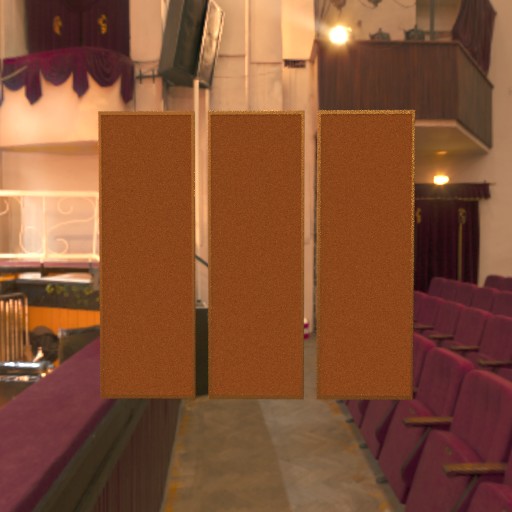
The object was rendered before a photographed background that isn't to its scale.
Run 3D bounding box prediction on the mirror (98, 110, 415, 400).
[{"bbox_3d":[0.000,0.000,1.435,1.011,0.926,0.023,0,1,1],"label":"mirror"}]
